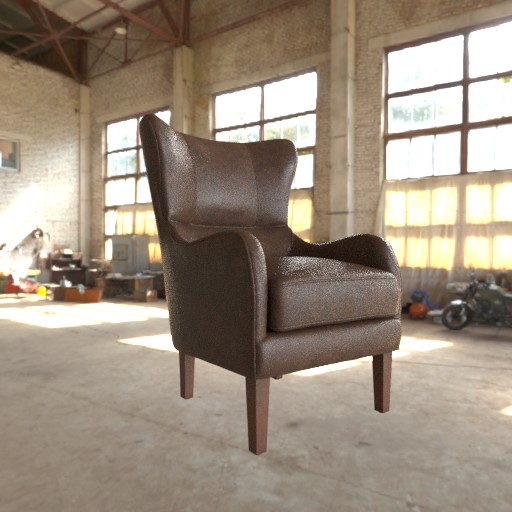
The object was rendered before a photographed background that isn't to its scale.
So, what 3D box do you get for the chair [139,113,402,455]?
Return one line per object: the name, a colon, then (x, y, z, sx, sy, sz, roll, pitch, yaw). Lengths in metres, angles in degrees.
chair: (0.000, 0.000, 1.631, 0.692, 1.048, 0.914, 0, 1, -36)
